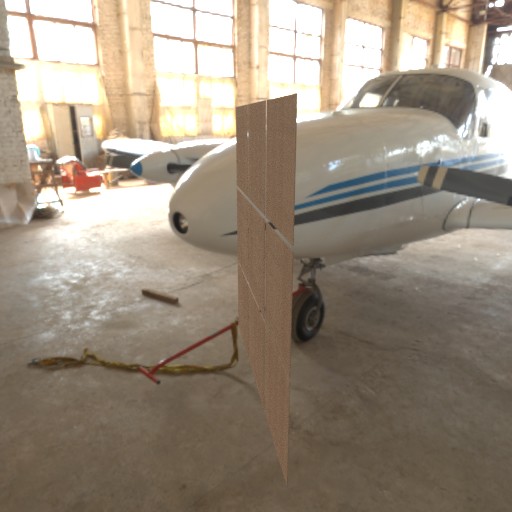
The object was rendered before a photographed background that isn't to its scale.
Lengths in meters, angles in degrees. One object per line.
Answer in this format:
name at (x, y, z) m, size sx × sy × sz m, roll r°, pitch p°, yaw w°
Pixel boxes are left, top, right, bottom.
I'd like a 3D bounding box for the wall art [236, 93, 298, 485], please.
wall art at (0.000, 0.000, 2.298) m, size 0.002 × 1.505 × 1.517 m, roll -3°, pitch 17°, yaw -9°
